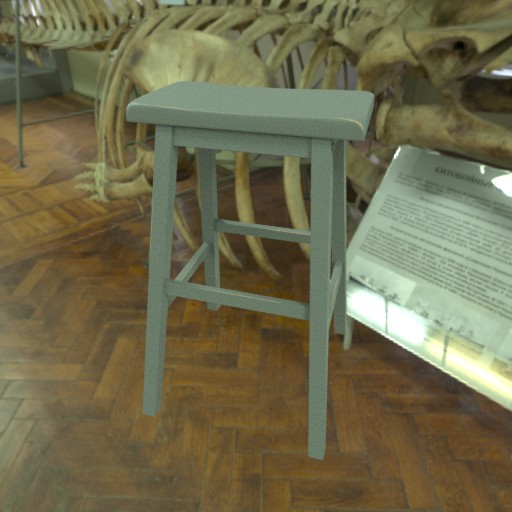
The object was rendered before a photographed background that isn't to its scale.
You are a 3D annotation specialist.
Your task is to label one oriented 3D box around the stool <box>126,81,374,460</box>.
[{"bbox_3d":[0.000,0.000,1.067,0.457,0.737,0.476,9,33,14],"label":"stool"}]
